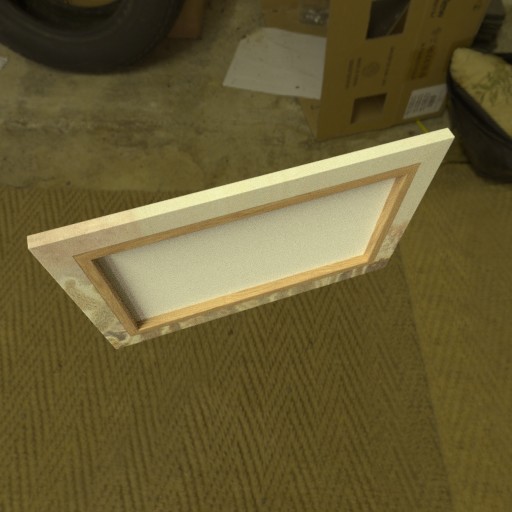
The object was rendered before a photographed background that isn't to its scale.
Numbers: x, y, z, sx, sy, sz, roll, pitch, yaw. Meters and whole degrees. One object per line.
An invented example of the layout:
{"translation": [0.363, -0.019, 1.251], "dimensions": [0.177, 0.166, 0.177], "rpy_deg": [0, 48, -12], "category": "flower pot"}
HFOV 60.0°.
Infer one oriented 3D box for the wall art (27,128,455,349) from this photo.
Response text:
{"translation": [0.000, 0.000, 1.469], "dimensions": [1.142, 0.758, 0.041], "rpy_deg": [-16, 62, -9], "category": "wall art"}
